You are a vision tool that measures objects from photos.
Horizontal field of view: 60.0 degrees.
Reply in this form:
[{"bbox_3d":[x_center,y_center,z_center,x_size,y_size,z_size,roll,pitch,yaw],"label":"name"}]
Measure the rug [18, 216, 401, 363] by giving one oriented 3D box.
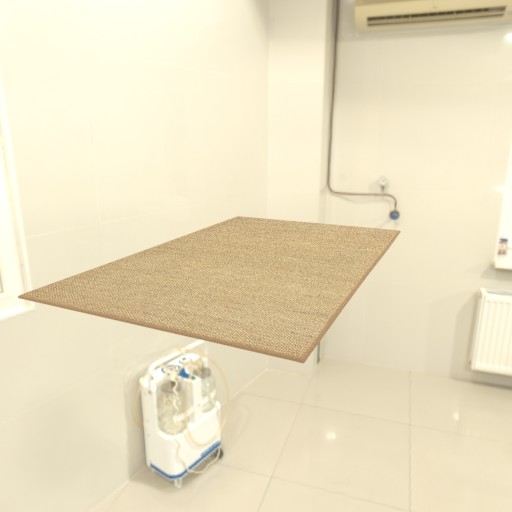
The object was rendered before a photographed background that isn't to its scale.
[{"bbox_3d":[0.000,0.000,2.050,1.061,0.012,1.668,7,17,24],"label":"rug"}]
